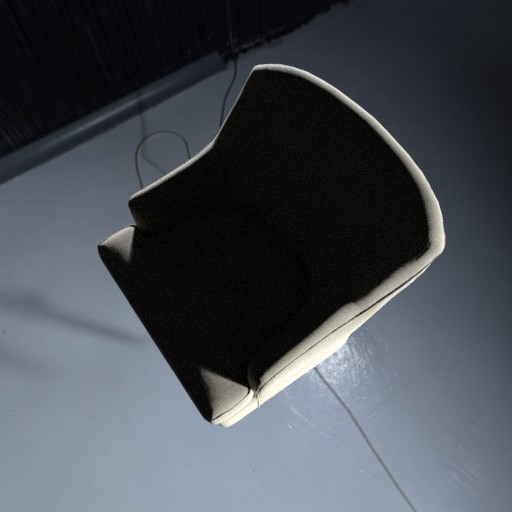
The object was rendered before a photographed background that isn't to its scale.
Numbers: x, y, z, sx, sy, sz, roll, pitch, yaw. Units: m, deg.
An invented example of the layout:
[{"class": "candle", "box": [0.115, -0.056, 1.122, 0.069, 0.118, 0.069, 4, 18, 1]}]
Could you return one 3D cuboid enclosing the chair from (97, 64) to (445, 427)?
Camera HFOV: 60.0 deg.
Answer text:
[{"class": "chair", "box": [0.000, 0.000, 1.601, 0.923, 0.856, 0.864, -34, 69, -15]}]
